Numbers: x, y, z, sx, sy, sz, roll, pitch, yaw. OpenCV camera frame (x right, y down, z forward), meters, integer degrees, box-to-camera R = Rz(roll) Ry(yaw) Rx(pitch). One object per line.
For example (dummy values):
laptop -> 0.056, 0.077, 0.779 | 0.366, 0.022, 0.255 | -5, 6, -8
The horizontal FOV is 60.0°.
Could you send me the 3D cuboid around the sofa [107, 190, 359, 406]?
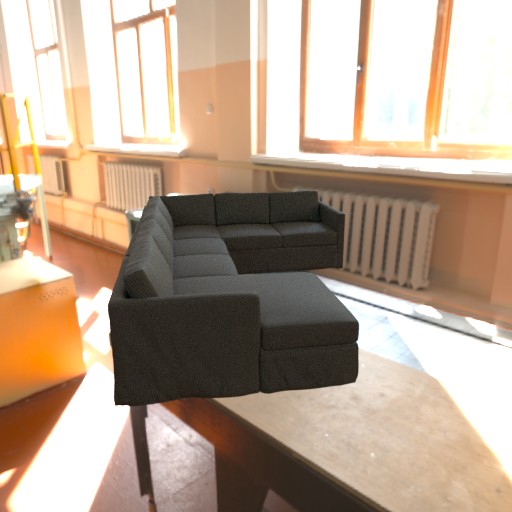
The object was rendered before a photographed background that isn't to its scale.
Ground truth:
sofa -> 0.000, 0.000, 4.516 | 2.476, 0.878, 3.528 | -3, 17, -10
